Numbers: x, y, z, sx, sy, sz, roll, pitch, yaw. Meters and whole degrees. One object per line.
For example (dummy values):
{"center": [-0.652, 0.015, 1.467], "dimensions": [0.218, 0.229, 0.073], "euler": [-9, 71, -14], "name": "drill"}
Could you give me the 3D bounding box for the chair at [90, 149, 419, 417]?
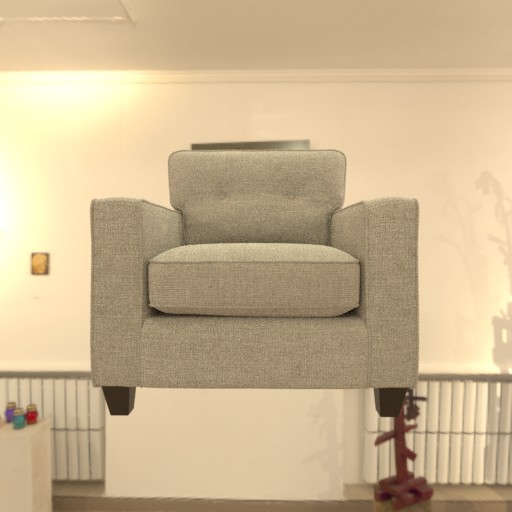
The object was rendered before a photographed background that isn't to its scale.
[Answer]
{"center": [0.000, 0.000, 1.753], "dimensions": [1.015, 0.965, 0.939], "euler": [0, 1, 1], "name": "chair"}
